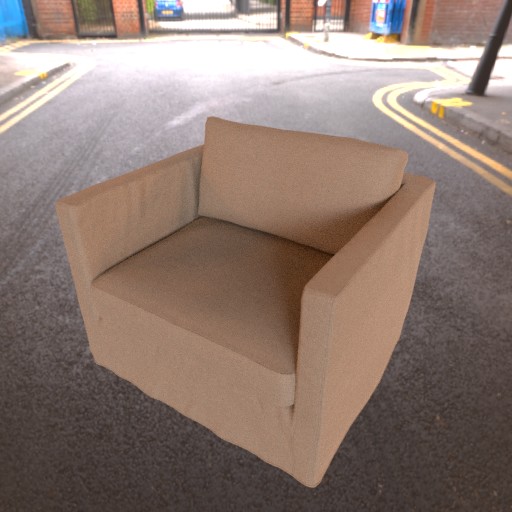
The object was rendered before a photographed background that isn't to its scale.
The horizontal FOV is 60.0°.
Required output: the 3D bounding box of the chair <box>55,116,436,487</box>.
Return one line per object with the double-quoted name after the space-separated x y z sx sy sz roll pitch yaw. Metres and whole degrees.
0.000 0.000 1.700 1.057 0.867 0.949 18 35 28 "chair"
